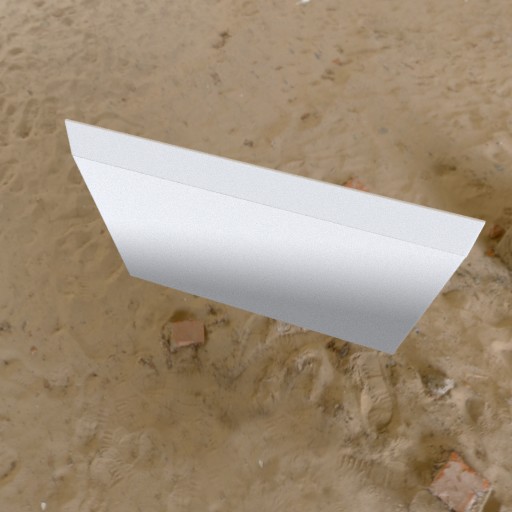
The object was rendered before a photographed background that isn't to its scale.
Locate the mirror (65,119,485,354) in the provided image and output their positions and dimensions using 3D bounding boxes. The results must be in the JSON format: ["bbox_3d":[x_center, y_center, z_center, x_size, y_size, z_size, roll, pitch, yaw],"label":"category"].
[{"bbox_3d":[0.000,0.000,1.138,0.870,0.630,0.030,16,59,10],"label":"mirror"}]
